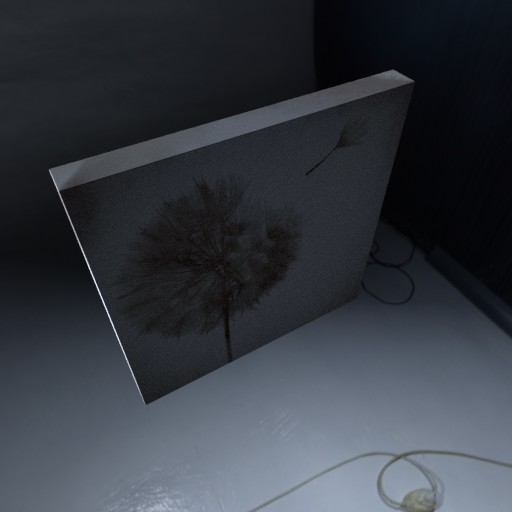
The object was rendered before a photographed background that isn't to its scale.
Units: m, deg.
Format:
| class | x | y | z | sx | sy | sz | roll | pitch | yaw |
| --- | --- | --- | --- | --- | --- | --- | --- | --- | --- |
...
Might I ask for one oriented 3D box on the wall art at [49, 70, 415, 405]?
| class | x | y | z | sx | sy | sz | roll | pitch | yaw |
| --- | --- | --- | --- | --- | --- | --- | --- | --- | --- |
| wall art | 0.000 | 0.000 | 0.450 | 0.303 | 0.303 | 0.028 | -23 | 51 | -20 |
